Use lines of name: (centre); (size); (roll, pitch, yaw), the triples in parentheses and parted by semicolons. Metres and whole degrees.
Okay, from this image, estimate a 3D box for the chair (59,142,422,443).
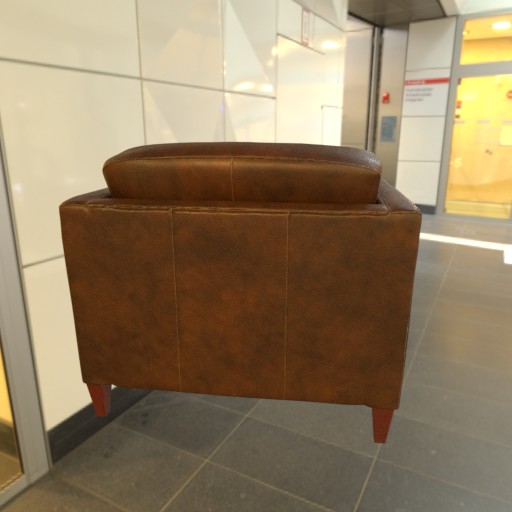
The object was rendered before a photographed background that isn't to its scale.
chair: (0.000, 0.000, 1.704); (0.990, 0.864, 0.975); (2, 16, 8)
